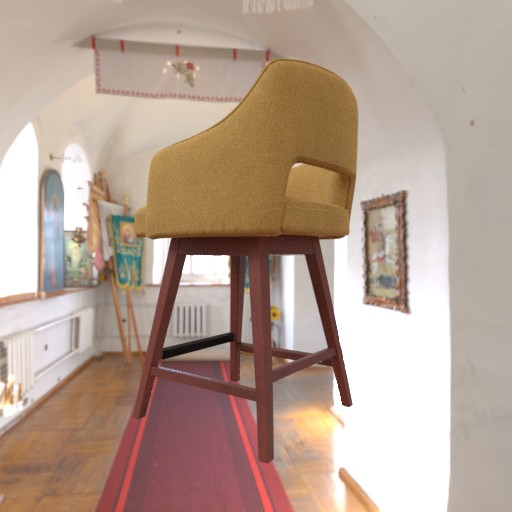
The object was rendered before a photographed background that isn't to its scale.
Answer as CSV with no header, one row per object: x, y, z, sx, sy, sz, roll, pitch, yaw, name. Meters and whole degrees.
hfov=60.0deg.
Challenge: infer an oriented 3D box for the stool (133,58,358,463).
0.000,0.000,1.292,0.558,0.924,0.548,1,1,36,stool
